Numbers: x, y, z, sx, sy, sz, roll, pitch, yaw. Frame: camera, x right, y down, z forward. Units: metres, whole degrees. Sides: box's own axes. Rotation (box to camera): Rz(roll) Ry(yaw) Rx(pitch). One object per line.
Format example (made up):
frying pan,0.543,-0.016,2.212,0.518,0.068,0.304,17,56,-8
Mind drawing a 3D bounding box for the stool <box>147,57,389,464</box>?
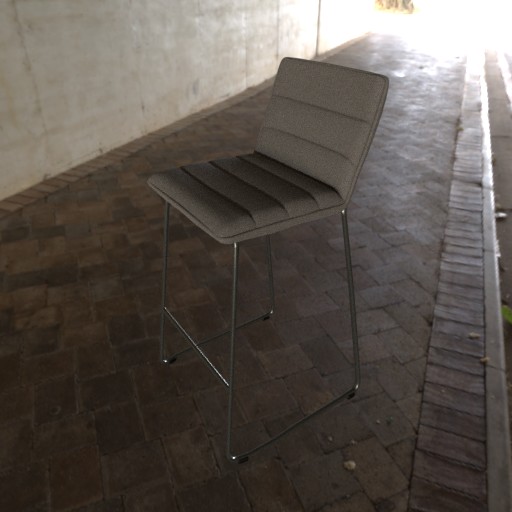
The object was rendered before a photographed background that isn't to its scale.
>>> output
stool,0.000,0.000,1.237,0.490,0.960,0.490,-20,37,-29
